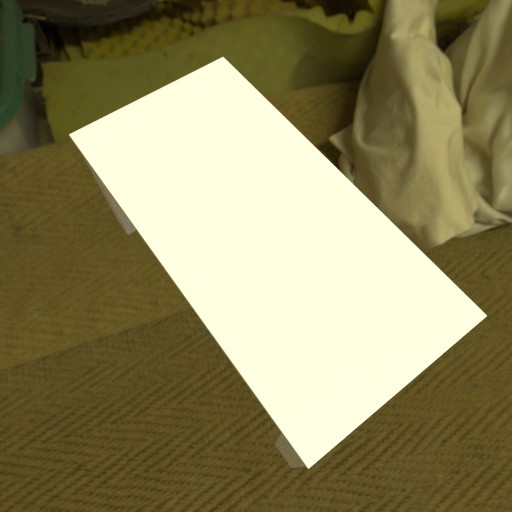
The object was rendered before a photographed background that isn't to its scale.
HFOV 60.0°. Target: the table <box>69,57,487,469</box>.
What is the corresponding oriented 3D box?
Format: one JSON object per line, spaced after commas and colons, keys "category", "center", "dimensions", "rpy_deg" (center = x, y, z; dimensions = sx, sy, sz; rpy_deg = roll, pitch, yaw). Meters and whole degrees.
{"category": "table", "center": [0.000, 0.000, 2.276], "dimensions": [0.900, 0.790, 1.800], "rpy_deg": [-34, 68, -15]}
